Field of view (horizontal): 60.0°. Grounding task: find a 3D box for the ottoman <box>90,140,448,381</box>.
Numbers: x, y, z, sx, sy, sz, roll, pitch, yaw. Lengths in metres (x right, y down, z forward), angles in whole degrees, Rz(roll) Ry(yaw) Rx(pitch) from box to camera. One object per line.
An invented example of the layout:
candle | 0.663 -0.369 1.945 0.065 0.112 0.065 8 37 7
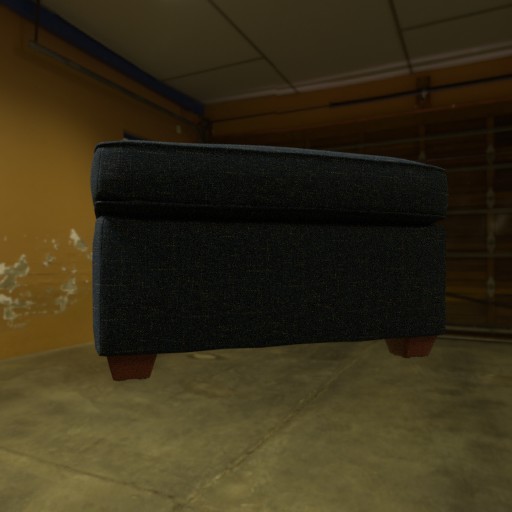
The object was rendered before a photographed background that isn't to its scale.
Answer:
ottoman | 0.000 0.000 1.082 0.749 0.450 0.549 0 -1 -18
